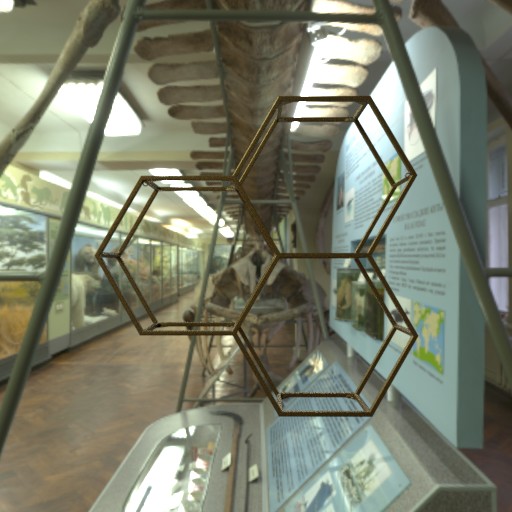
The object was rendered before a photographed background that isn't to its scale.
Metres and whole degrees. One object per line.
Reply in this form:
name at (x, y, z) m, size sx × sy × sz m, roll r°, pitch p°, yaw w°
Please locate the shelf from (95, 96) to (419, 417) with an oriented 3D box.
shelf at (0.000, 0.000, 1.044) m, size 0.708 × 0.701 × 0.150 m, roll 0°, pitch -1°, yaw 0°
